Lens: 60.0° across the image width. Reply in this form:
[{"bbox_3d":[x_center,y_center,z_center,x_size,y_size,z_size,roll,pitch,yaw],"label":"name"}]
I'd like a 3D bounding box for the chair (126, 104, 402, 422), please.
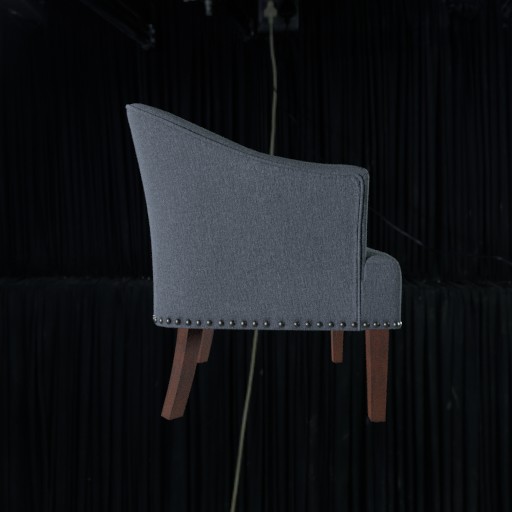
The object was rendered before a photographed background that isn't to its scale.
[{"bbox_3d":[0.000,0.000,1.394,0.704,0.815,0.798,0,1,1],"label":"chair"}]
